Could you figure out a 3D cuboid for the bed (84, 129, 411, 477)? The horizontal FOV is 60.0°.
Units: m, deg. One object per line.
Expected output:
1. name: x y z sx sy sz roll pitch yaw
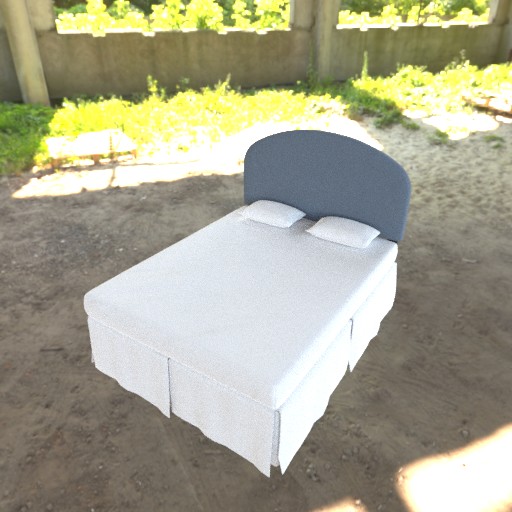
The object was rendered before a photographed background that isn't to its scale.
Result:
1. bed: 0.000 0.000 3.173 1.607 1.410 2.005 17 33 29
